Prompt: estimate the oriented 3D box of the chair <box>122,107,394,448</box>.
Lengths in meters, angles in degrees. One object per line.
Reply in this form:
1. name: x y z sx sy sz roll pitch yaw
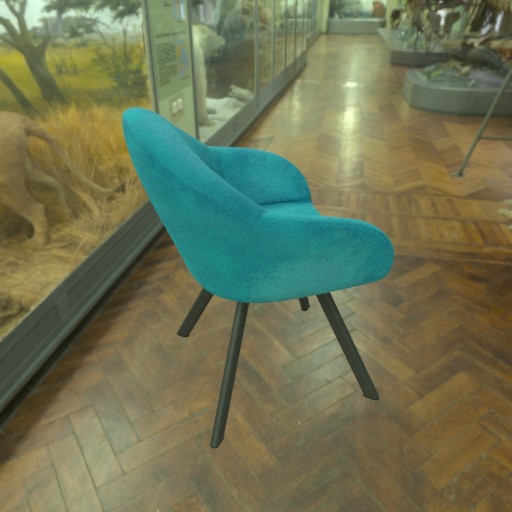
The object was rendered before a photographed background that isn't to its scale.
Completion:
1. chair: 0.000 0.000 1.192 0.590 0.795 0.550 -10 31 -17
